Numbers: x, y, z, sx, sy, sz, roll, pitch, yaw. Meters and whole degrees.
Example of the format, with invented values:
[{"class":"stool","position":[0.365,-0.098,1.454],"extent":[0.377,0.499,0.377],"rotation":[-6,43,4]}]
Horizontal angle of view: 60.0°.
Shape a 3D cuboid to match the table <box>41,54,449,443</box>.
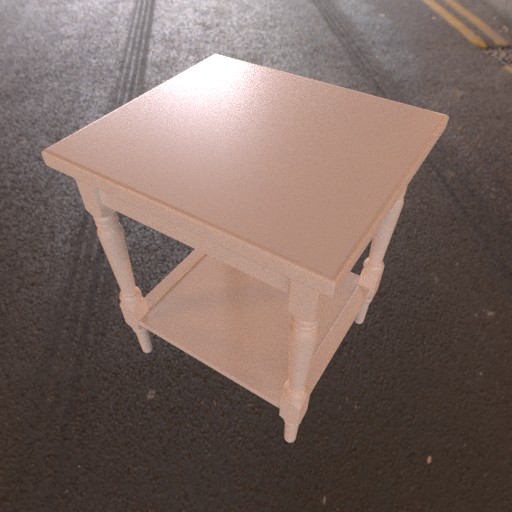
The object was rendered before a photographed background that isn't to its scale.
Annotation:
[{"class":"table","position":[0.000,0.000,0.905],"extent":[0.488,0.565,0.442],"rotation":[25,51,22]}]
